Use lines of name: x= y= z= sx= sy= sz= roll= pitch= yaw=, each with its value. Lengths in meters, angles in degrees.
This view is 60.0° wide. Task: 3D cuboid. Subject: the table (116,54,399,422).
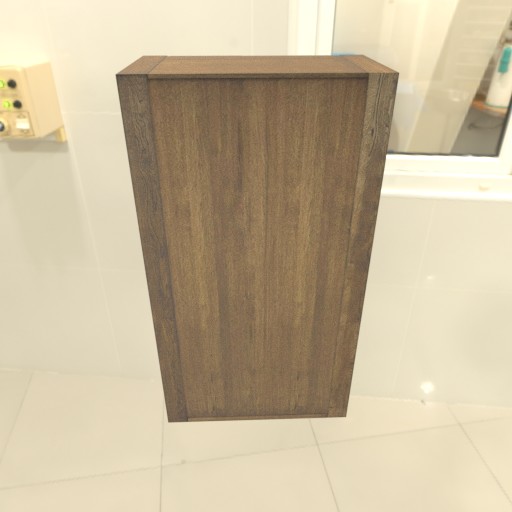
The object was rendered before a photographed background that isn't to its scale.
table: x=0.000 y=0.000 z=2.483 sx=1.100 sy=2.000 sz=0.600 roll=-1 pitch=31 yaw=-2
